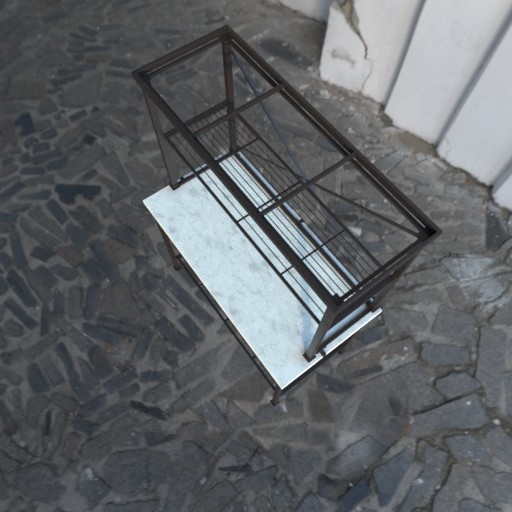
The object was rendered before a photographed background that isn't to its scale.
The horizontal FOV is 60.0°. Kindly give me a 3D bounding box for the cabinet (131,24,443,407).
[{"bbox_3d":[0.000,0.000,2.276,0.610,1.659,1.210,-34,69,-15],"label":"cabinet"}]
